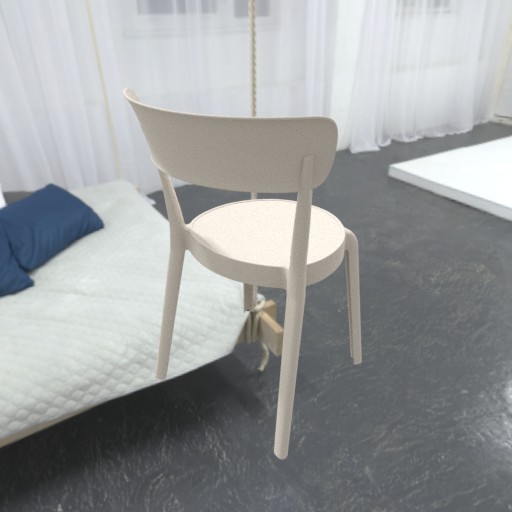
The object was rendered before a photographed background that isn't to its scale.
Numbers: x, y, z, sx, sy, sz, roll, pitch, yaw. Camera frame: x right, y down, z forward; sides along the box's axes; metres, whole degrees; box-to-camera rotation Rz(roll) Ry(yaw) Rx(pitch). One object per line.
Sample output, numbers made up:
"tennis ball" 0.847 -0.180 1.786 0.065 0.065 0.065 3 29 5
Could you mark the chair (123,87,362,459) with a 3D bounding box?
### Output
"chair" 0.000 0.000 1.111 0.506 0.790 0.491 20 35 32
